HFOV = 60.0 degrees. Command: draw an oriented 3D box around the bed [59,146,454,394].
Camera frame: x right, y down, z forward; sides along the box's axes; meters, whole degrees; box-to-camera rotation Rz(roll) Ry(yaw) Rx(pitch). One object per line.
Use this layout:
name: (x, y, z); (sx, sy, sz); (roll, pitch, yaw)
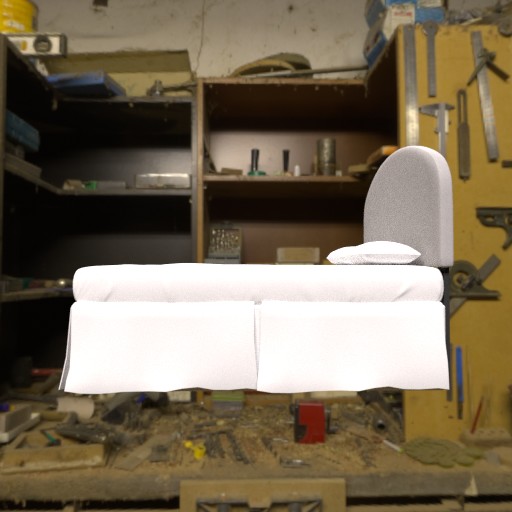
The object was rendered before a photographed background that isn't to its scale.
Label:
bed: (0.000, 0.000, 3.005); (2.005, 1.410, 1.607); (0, -1, -1)
